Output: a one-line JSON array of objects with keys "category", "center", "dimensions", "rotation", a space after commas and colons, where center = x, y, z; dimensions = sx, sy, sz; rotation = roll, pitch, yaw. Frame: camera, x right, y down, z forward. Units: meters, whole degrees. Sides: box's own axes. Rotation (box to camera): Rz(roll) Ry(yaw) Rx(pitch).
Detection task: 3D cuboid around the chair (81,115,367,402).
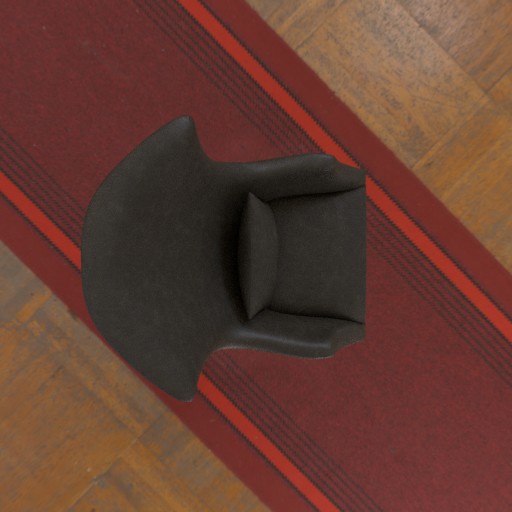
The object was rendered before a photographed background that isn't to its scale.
[{"category": "chair", "center": [0.000, 0.000, 1.737], "dimensions": [0.954, 1.068, 0.819], "rotation": [0, 91, 0]}]
